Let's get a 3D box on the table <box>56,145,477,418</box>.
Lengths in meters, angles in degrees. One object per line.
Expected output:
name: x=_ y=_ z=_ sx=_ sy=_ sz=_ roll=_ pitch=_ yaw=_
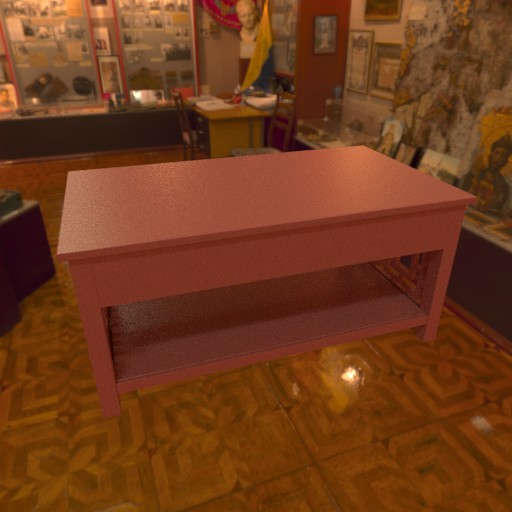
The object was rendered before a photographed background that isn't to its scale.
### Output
table: x=0.000 y=0.000 z=1.431 sx=1.068 sy=0.493 sz=0.612 roll=-9 pitch=29 yaw=-16
